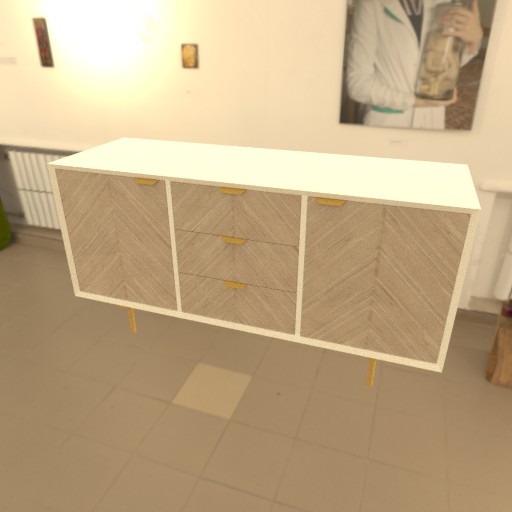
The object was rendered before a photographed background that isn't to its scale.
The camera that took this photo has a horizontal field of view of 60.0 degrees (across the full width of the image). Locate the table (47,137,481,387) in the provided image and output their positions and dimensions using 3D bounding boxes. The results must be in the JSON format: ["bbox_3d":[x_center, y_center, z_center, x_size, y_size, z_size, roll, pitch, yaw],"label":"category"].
[{"bbox_3d":[0.000,0.000,1.837,1.500,0.769,0.508,9,28,17],"label":"table"}]
